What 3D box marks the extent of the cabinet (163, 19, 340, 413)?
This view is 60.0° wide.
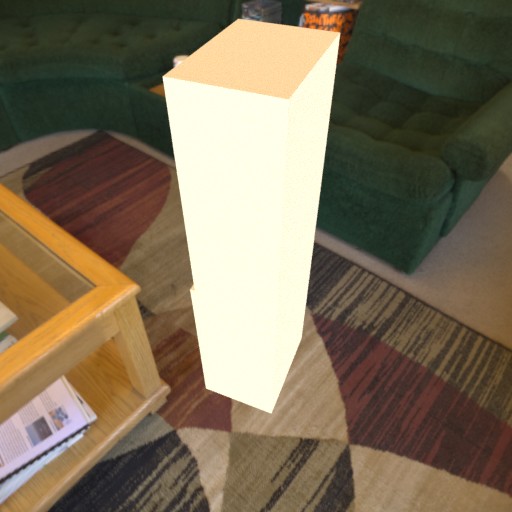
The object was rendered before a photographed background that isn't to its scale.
[{"bbox_3d":[0.000,0.000,1.514,0.300,1.350,0.400,16,47,15],"label":"cabinet"}]
